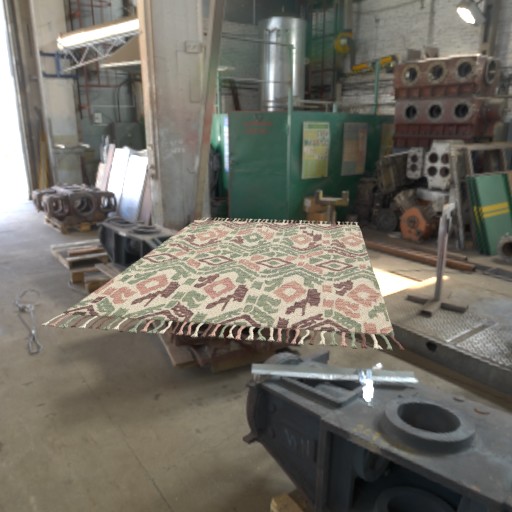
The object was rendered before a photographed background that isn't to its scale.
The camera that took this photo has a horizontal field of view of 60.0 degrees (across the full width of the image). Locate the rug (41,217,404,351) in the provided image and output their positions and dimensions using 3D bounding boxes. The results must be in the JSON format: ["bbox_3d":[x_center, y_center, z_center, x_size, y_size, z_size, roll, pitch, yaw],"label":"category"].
[{"bbox_3d":[0.000,0.000,2.959,1.524,0.011,2.438,2,16,8],"label":"rug"}]
